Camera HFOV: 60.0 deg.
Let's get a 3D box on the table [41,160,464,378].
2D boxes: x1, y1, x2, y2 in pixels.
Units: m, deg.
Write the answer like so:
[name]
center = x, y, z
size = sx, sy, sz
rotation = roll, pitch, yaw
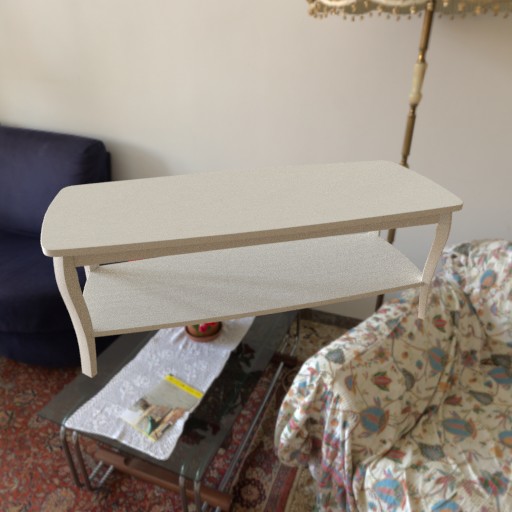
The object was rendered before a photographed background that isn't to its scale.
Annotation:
[table]
center = 0.000, 0.000, 1.618
size = 1.334, 0.474, 0.561
rotation = -7, 29, -13
